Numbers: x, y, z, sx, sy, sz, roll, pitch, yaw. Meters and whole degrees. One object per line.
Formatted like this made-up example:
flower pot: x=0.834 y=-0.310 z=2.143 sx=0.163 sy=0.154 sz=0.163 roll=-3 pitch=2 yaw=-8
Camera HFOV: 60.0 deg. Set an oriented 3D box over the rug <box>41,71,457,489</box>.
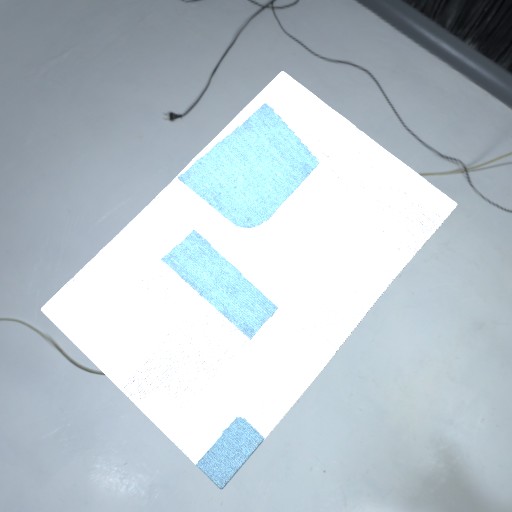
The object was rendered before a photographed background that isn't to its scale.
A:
rug: x=0.000 y=0.000 z=2.284 sx=1.238 sy=0.020 sz=1.847 roll=41 pitch=79 yaw=10
